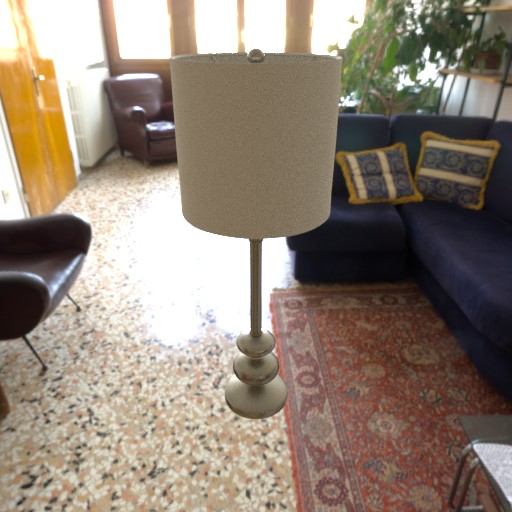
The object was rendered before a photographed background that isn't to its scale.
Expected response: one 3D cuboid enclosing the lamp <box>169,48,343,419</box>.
[{"bbox_3d":[0.000,0.000,0.811,0.254,0.690,0.254,-20,33,-33],"label":"lamp"}]
